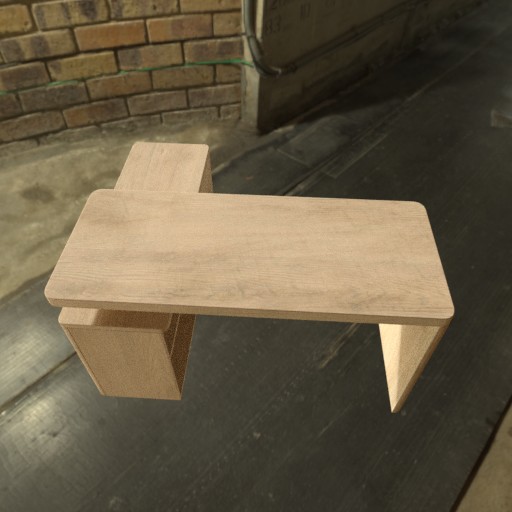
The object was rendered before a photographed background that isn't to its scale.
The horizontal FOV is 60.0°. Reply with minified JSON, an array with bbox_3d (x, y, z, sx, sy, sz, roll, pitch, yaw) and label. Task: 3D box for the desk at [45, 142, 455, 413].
[{"bbox_3d":[0.000,0.000,2.158,1.400,0.770,1.175,3,48,2],"label":"desk"}]
